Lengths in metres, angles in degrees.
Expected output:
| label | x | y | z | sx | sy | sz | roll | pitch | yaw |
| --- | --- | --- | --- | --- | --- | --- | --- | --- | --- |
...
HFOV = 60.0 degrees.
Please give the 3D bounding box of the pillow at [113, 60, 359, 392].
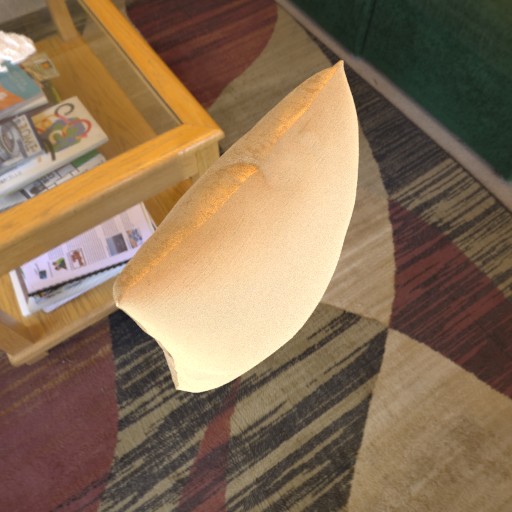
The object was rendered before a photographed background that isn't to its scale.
| label | x | y | z | sx | sy | sz | roll | pitch | yaw |
| --- | --- | --- | --- | --- | --- | --- | --- | --- | --- |
| pillow | 0.000 | 0.000 | 0.714 | 0.245 | 0.448 | 0.450 | 35 | 68 | 16 |
